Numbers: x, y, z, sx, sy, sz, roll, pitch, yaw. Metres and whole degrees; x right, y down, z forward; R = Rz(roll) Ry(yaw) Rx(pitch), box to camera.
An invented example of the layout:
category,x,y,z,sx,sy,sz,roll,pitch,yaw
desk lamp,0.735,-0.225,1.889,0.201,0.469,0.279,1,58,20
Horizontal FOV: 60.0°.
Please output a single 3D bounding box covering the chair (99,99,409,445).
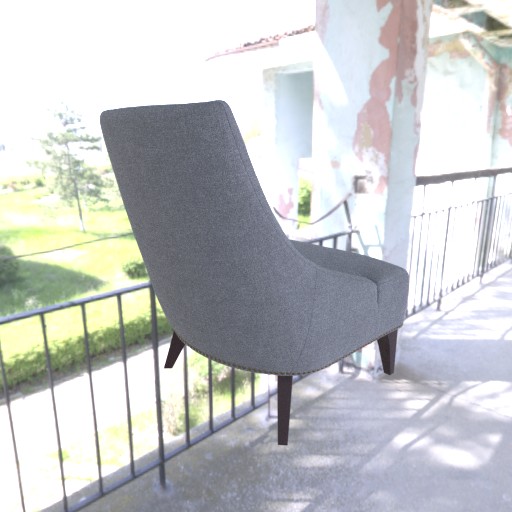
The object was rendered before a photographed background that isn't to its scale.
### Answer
category,x,y,z,sx,sy,sz,roll,pitch,yaw
chair,0.000,0.000,1.454,0.861,0.909,0.701,-14,21,-42
